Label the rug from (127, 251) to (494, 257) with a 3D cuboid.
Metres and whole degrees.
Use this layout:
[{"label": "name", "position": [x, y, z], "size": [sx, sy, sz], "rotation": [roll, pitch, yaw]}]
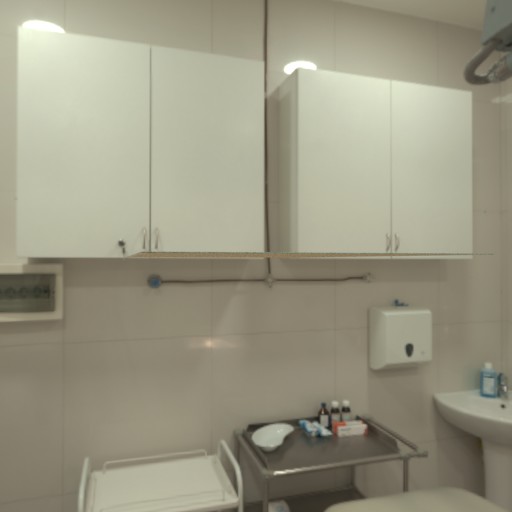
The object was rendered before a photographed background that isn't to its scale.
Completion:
[{"label": "rug", "position": [0.000, 0.000, 3.647], "size": [1.982, 0.006, 2.895], "rotation": [0, -1, -18]}]
